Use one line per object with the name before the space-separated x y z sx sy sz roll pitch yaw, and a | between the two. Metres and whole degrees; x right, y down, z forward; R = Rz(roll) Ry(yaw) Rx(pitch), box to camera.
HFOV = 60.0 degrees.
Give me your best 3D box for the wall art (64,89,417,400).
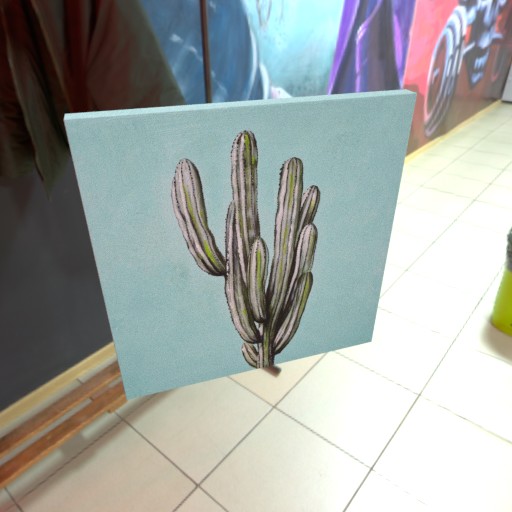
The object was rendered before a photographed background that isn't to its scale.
wall art | 0.000 0.000 0.899 0.603 0.603 0.036 -10 33 -15
